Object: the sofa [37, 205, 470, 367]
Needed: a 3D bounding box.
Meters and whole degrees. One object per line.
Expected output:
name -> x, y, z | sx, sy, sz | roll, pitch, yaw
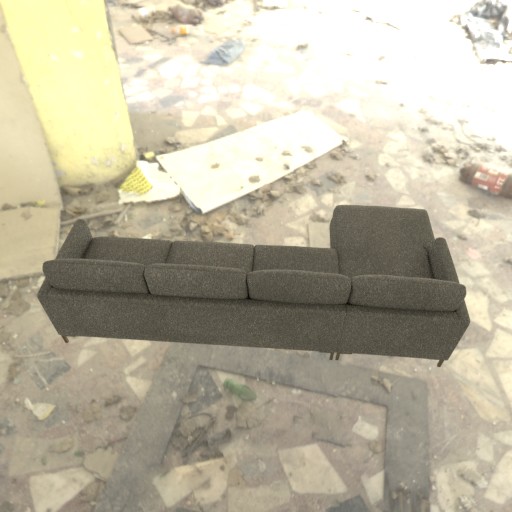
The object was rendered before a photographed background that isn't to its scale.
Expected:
sofa -> 0.000, 0.000, 3.510 | 2.932, 0.810, 1.350 | 3, 47, 3
